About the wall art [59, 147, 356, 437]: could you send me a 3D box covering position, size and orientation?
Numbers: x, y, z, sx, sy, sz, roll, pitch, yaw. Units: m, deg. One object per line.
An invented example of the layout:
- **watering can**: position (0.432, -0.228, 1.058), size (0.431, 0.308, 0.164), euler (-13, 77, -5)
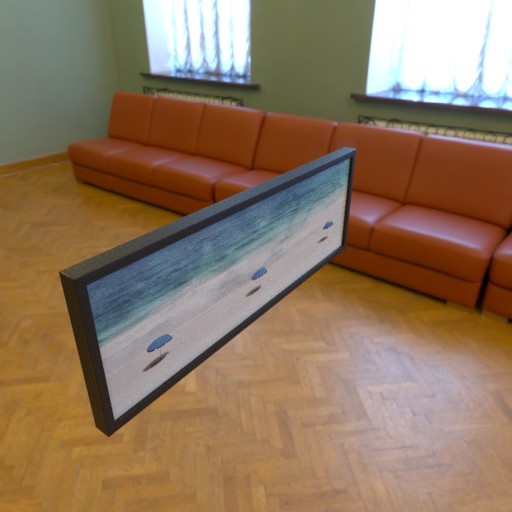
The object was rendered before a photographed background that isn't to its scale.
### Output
- **wall art**: position (0.000, 0.000, 0.976), size (0.037, 0.303, 0.860), euler (19, 33, 32)
